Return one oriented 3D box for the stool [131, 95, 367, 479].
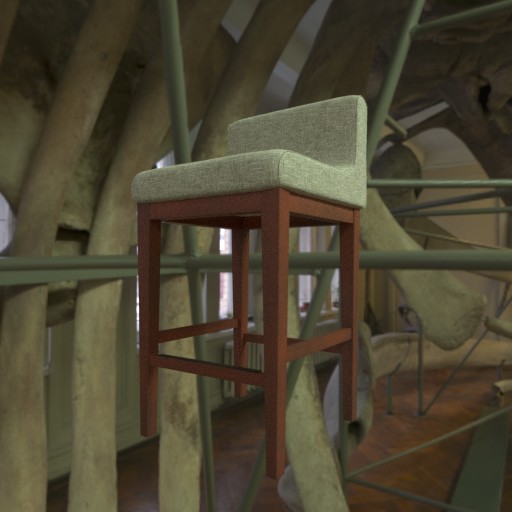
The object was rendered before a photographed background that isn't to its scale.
[{"bbox_3d":[0.000,0.000,1.097,0.417,0.835,0.459,-1,-1,34],"label":"stool"}]
